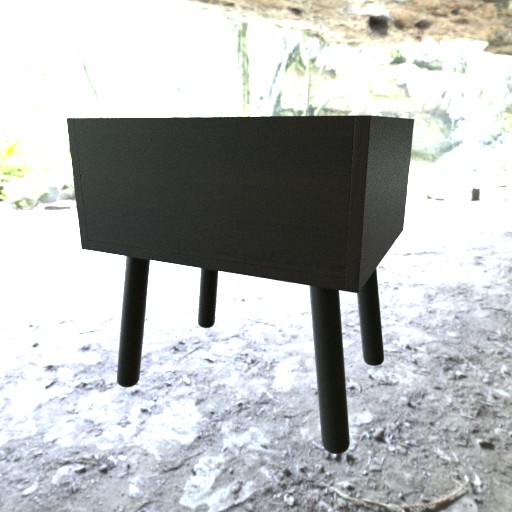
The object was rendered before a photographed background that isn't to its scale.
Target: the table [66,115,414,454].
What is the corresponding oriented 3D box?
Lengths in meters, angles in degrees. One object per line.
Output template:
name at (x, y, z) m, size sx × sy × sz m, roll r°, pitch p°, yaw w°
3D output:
table at (0.000, 0.000, 0.793) m, size 0.450 × 0.470 × 0.370 m, roll 8°, pitch 18°, yaw 25°
